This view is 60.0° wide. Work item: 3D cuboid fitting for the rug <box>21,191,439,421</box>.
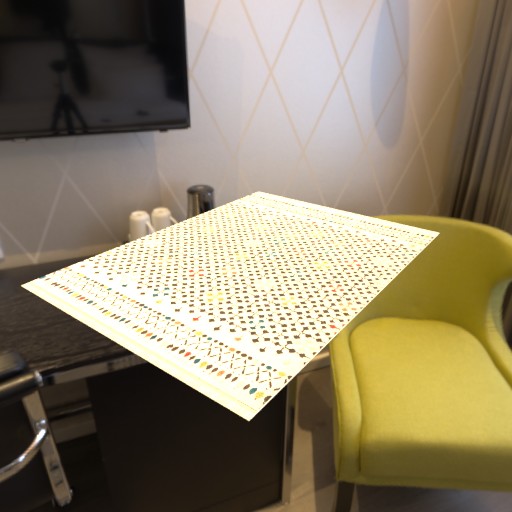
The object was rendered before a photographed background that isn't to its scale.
[{"bbox_3d":[0.000,0.000,1.994,1.146,0.006,1.556,18,31,33],"label":"rug"}]
